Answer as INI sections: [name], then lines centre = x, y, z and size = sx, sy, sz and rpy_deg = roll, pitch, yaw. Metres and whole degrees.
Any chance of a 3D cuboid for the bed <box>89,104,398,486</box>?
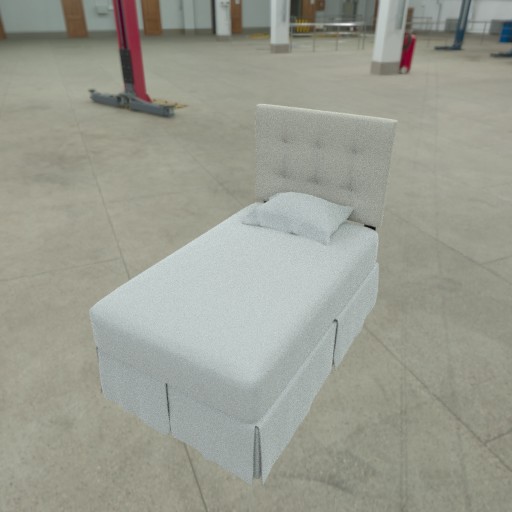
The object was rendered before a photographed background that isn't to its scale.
[bed]
centre = 0.000, 0.000, 2.999
size = 1.261, 1.571, 1.997
rpy_deg = 17, 34, 27
